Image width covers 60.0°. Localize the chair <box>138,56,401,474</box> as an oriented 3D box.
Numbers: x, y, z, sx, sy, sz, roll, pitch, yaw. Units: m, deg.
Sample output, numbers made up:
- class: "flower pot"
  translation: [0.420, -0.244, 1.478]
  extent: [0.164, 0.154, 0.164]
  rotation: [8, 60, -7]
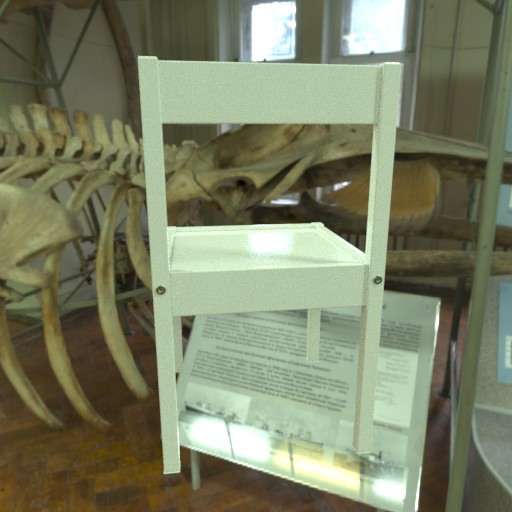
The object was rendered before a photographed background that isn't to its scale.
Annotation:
- class: "chair"
  translation: [0.000, 0.000, 0.668]
  extent: [0.285, 0.505, 0.285]
  rotation: [-2, 15, -8]
